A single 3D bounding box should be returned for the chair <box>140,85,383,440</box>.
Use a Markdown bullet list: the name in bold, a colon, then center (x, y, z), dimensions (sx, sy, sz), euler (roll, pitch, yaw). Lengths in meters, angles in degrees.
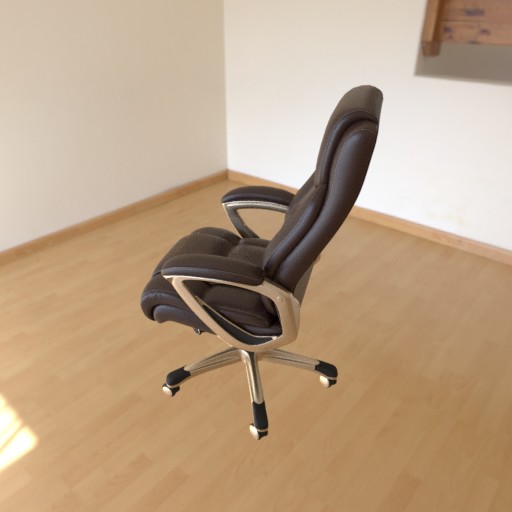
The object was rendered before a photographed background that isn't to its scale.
- **chair**: center (0.000, 0.000, 1.636), dimensions (0.749, 1.194, 0.692), euler (8, 31, 13)
